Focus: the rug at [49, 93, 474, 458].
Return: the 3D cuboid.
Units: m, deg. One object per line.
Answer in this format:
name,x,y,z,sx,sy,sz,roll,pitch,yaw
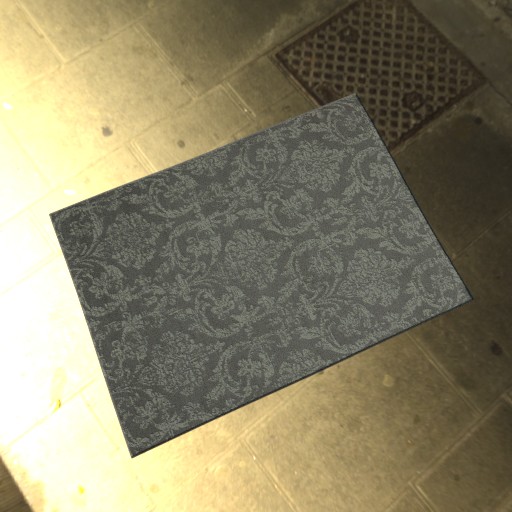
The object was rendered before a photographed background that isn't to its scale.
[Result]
rug,0.000,0.000,2.761,2.206,0.014,1.578,-23,76,-6
